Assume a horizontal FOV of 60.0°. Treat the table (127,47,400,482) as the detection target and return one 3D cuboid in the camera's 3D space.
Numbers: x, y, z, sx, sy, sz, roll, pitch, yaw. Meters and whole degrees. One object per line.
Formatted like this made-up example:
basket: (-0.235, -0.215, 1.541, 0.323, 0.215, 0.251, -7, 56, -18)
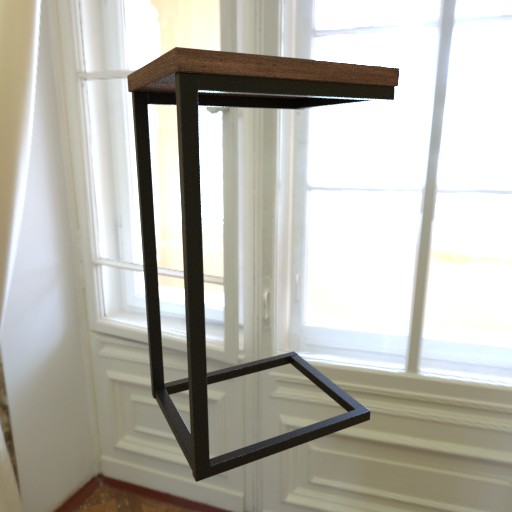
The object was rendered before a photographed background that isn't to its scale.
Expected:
table: (0.000, 0.000, 0.927, 0.414, 0.718, 0.323, -7, 17, -26)
